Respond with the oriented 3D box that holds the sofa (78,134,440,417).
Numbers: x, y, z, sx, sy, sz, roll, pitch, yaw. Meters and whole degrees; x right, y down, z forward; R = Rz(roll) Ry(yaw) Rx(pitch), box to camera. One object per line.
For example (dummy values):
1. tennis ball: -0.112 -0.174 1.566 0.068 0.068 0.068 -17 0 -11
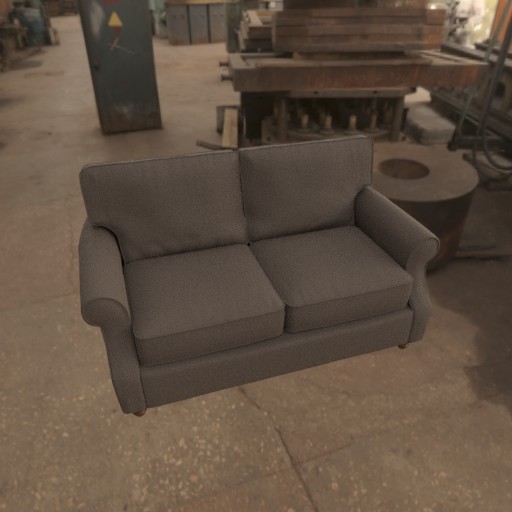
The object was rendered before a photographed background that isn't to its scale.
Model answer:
1. sofa: 0.000 0.000 2.248 1.665 0.937 0.964 -10 33 -15
